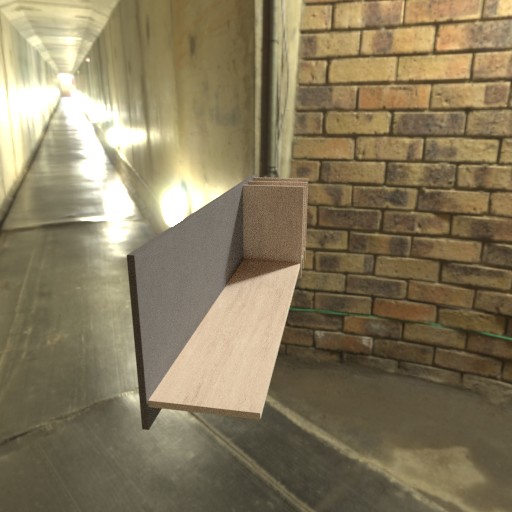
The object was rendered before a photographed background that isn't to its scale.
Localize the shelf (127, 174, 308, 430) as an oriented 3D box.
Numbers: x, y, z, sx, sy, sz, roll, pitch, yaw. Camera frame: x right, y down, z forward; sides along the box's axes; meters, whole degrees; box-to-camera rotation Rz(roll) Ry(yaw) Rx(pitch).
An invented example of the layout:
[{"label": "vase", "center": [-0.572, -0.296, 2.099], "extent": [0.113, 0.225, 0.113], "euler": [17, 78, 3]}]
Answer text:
[{"label": "shelf", "center": [0.000, 0.000, 1.148], "extent": [0.200, 0.300, 1.020], "euler": [3, 17, 10]}]
